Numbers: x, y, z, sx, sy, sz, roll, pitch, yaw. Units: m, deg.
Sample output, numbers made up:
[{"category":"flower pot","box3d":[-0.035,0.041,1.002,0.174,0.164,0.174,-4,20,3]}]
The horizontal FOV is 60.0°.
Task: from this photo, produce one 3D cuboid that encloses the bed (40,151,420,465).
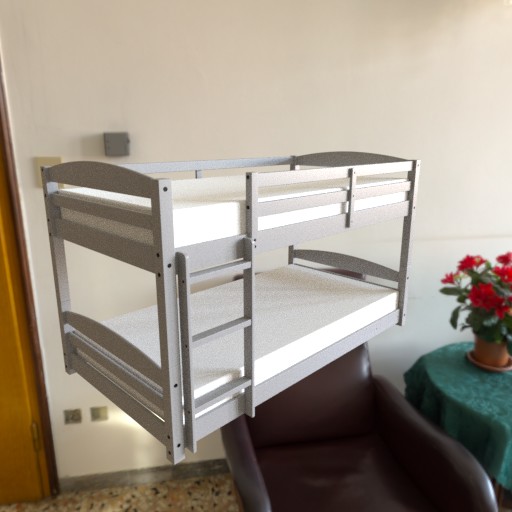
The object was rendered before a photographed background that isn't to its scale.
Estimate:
[{"category":"bed","box3d":[0.000,0.000,2.713,1.105,1.206,2.013,14,21,43]}]
